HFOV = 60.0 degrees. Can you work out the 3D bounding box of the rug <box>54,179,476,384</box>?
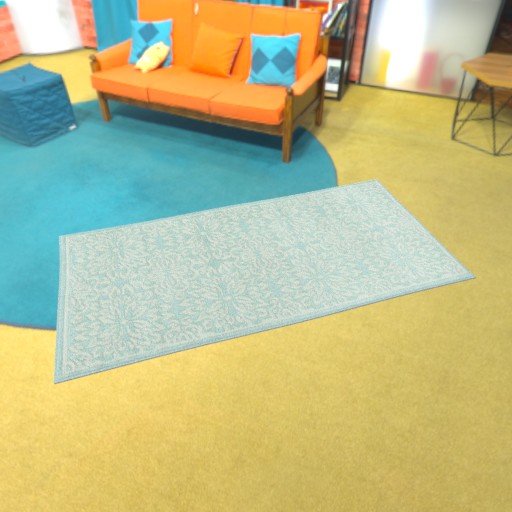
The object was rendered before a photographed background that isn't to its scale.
[{"bbox_3d":[0.000,0.000,1.428,1.219,0.007,0.604,-12,42,-13],"label":"rug"}]
